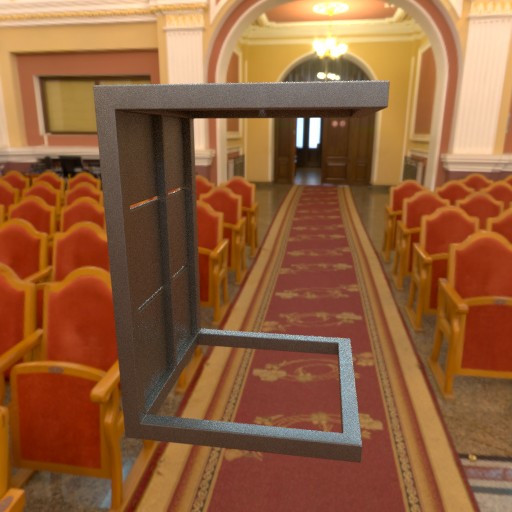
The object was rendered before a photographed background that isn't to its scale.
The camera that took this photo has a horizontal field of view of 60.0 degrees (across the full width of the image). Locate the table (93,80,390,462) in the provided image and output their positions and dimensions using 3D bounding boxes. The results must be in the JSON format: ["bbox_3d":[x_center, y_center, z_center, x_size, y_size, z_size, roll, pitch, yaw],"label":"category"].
[{"bbox_3d":[0.000,0.000,0.889,0.420,0.609,0.405,2,16,8],"label":"table"}]
